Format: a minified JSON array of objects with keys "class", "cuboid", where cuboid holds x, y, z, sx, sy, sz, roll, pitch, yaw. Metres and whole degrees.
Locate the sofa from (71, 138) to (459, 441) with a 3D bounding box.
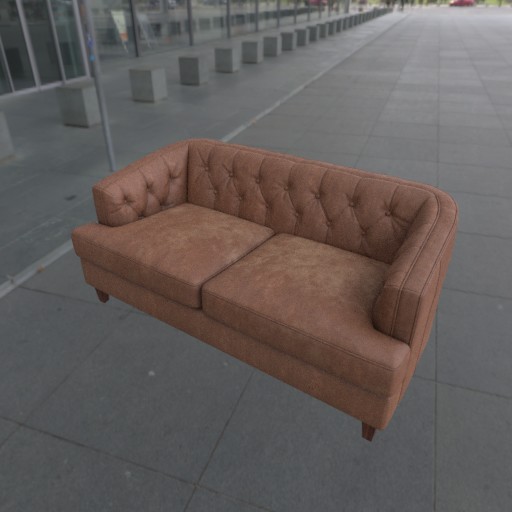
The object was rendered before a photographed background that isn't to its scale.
[{"class":"sofa","cuboid":[0.000,0.000,2.230,1.755,0.786,0.914,19,36,29]}]
